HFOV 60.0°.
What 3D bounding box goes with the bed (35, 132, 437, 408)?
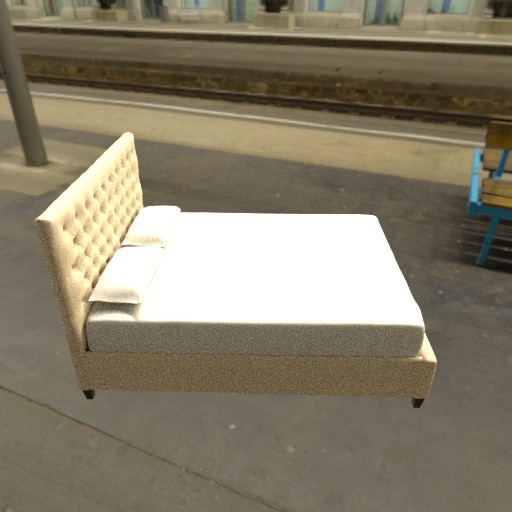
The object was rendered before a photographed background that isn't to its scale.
[{"bbox_3d":[0.000,0.000,3.422,2.387,1.427,1.698,1,31,2],"label":"bed"}]
